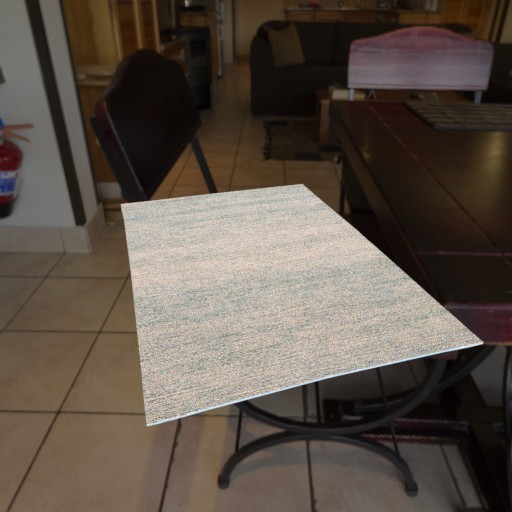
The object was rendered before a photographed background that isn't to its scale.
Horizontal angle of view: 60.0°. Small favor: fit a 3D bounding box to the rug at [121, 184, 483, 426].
[{"bbox_3d":[0.000,0.000,2.893,1.613,0.030,2.306,-9,31,-15],"label":"rug"}]
